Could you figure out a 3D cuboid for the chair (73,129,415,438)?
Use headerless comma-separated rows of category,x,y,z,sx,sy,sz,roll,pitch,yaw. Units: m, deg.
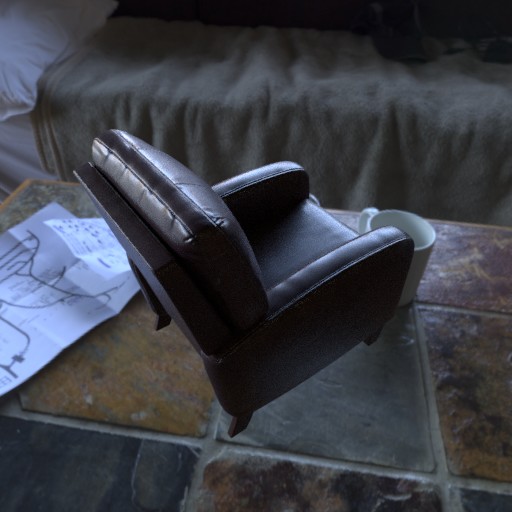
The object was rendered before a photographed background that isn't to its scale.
chair,0.000,0.000,1.678,0.990,0.990,0.762,-25,47,-26
